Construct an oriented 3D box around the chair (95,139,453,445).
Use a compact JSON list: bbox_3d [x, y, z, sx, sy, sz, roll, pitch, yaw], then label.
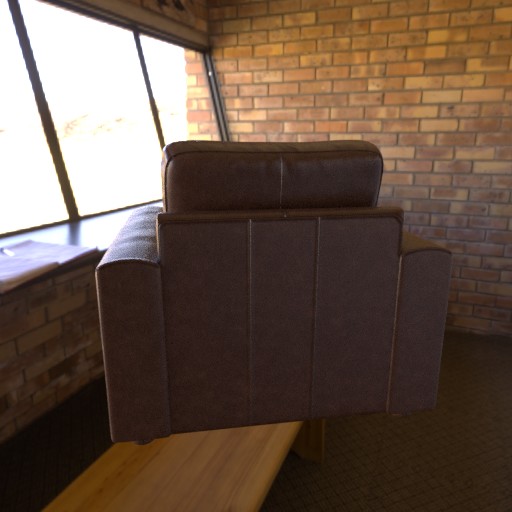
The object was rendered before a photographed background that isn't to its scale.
[{"bbox_3d":[0.000,0.000,1.713,1.005,0.873,1.016,-2,15,-9],"label":"chair"}]
